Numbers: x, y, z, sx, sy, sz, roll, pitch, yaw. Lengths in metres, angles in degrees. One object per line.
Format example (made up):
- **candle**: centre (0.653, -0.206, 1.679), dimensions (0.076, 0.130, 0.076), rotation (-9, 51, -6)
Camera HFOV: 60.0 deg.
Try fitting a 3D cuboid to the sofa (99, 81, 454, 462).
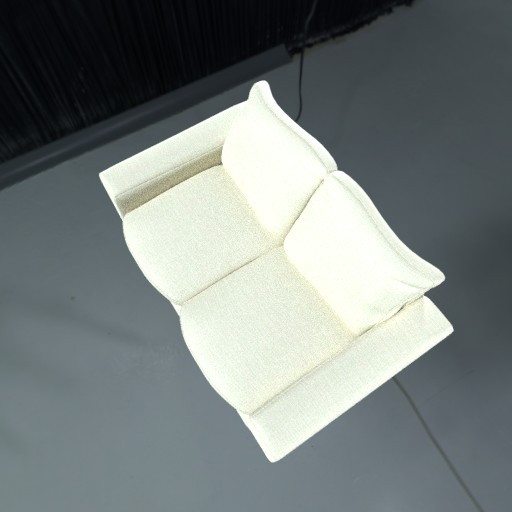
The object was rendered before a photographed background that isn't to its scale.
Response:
- **sofa**: centre (0.000, 0.000, 2.353), dimensions (1.091, 0.875, 1.754), rotation (-31, 68, -14)
